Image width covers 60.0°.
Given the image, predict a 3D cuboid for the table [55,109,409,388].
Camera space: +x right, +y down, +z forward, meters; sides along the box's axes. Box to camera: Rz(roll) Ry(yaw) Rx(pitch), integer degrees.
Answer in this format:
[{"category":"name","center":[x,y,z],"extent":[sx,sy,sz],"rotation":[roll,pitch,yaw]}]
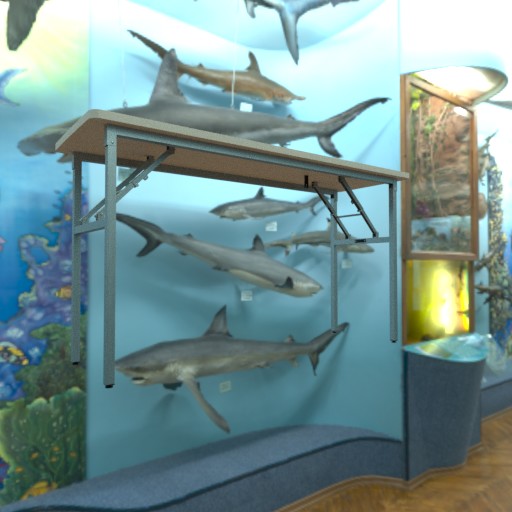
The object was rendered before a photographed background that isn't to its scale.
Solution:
[{"category":"table","center":[0.000,0.000,1.743],"extent":[1.397,0.750,0.446],"rotation":[1,-2,-36]}]
